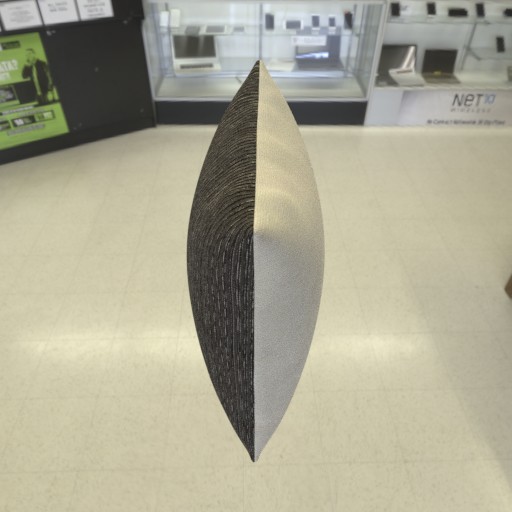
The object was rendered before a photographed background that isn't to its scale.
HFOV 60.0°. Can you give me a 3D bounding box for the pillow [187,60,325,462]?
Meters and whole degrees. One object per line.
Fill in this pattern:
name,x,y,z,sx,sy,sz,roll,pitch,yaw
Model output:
pillow,0.000,0.000,0.668,0.196,0.434,0.433,1,42,1
